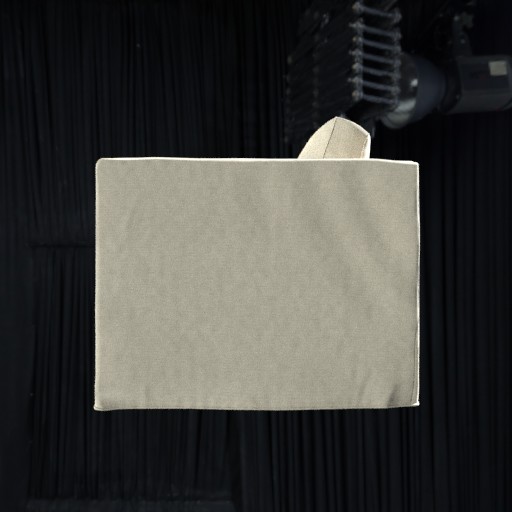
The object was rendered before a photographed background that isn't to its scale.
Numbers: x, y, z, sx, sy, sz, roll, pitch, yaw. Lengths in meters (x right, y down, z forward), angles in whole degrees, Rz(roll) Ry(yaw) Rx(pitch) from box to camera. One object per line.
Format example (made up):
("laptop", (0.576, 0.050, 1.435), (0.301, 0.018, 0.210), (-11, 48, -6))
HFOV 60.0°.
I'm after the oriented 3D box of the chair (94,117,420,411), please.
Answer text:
("chair", (0.000, 0.000, 1.755), (0.949, 0.867, 1.057), (0, 0, 0))
